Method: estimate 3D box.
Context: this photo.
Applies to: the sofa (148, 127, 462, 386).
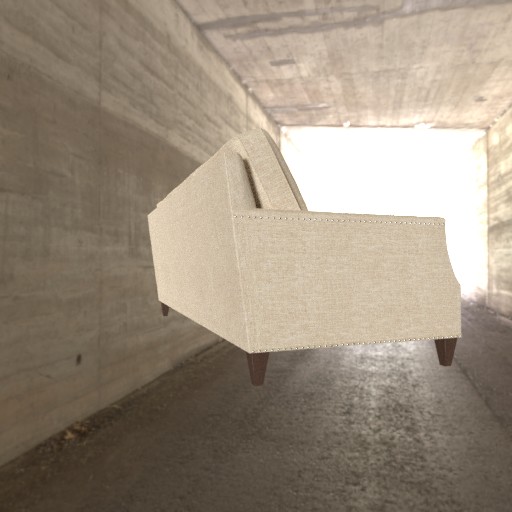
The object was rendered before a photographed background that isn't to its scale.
[{"bbox_3d":[0.000,0.000,2.696,1.041,0.940,2.210,0,-1,-20],"label":"sofa"}]
